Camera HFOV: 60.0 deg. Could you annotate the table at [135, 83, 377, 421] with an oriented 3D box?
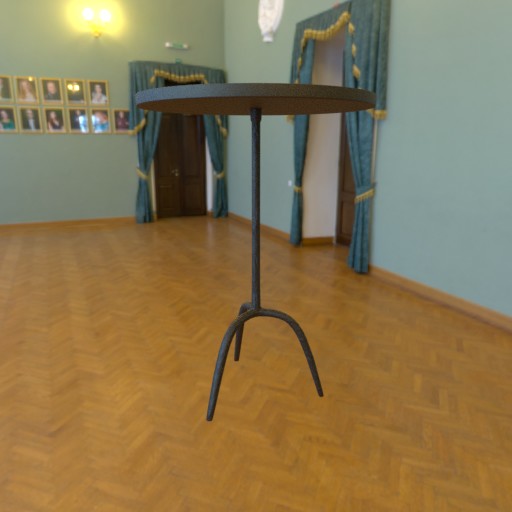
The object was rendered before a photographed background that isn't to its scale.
[{"bbox_3d":[0.000,0.000,1.039,0.502,0.700,0.502,-7,16,-25],"label":"table"}]
